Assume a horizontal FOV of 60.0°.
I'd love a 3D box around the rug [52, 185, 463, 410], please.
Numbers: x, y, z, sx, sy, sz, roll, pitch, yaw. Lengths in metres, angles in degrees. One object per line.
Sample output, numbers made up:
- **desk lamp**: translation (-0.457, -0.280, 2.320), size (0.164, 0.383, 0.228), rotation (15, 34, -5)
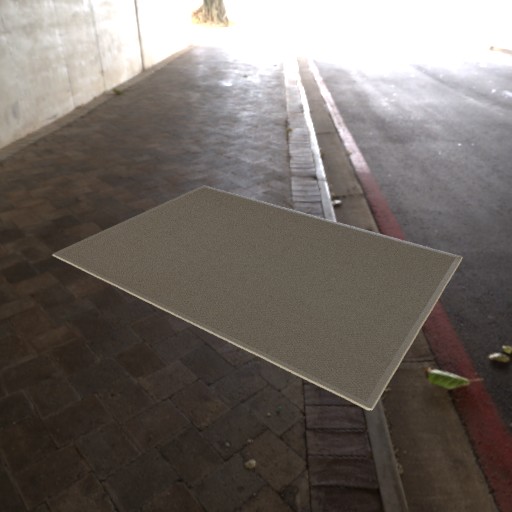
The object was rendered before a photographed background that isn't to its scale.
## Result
- **rug**: translation (0.000, 0.000, 2.925), size (2.244, 0.017, 1.532), rotation (19, 35, 30)
